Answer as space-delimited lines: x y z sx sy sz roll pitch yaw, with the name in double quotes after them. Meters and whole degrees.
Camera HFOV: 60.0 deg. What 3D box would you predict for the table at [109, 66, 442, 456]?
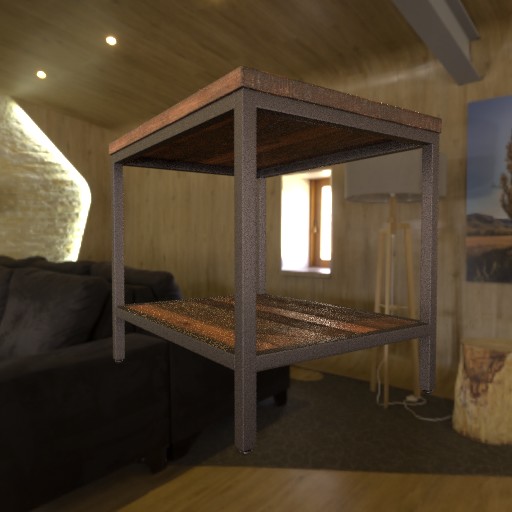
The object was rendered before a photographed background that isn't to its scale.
0.000 0.000 1.112 0.524 0.612 0.678 -2 3 -35 "table"
